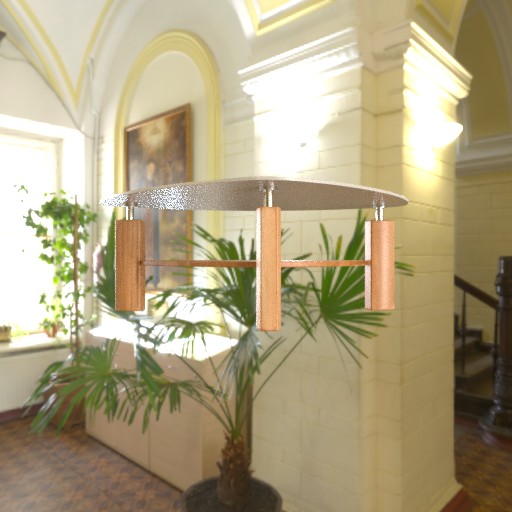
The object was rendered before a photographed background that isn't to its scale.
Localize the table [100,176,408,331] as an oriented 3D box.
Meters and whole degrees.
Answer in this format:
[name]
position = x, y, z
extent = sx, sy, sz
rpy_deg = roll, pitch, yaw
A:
[table]
position = 0.000, 0.000, 1.646
extent = 1.250, 0.440, 0.850
rpy_deg = 0, 0, -2
